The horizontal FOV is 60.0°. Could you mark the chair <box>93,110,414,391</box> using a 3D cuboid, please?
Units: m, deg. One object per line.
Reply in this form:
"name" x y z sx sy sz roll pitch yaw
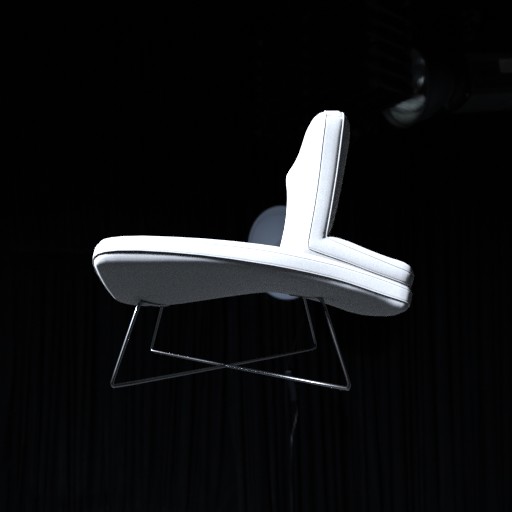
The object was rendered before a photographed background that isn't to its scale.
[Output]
"chair" 0.000 0.000 1.717 1.008 0.855 0.859 0 -1 -1
